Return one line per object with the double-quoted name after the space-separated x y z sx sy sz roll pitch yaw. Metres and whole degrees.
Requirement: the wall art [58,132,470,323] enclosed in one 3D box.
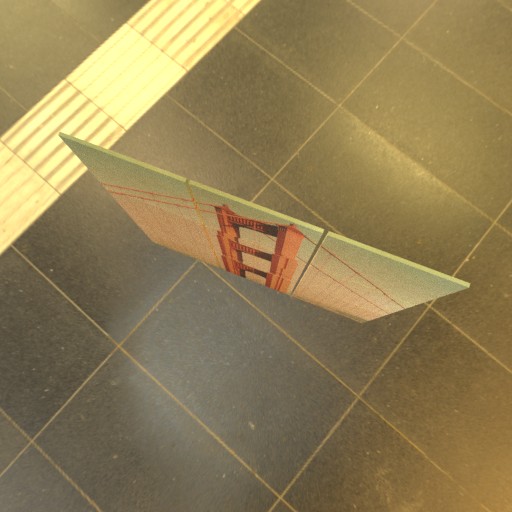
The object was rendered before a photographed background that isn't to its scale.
0.000 0.000 1.815 1.214 1.219 0.013 21 78 5 "wall art"
